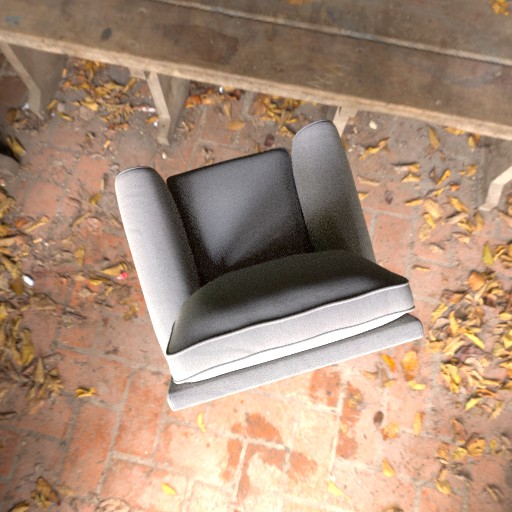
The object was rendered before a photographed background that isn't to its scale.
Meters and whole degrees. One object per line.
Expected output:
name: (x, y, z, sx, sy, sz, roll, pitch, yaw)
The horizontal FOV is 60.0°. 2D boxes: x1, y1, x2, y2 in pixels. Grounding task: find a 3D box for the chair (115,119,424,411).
chair: (0.000, 0.000, 1.653, 0.890, 0.960, 0.878, -15, 76, -4)
